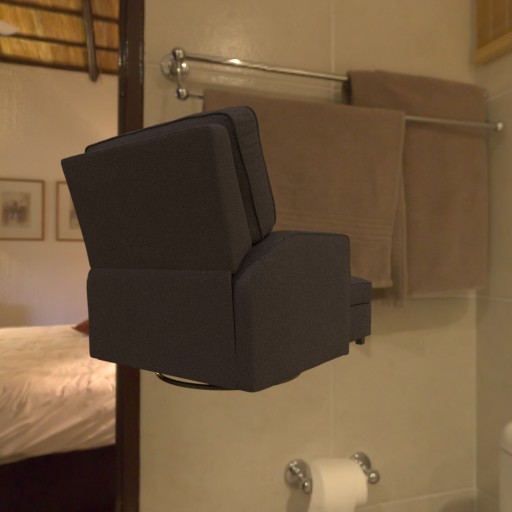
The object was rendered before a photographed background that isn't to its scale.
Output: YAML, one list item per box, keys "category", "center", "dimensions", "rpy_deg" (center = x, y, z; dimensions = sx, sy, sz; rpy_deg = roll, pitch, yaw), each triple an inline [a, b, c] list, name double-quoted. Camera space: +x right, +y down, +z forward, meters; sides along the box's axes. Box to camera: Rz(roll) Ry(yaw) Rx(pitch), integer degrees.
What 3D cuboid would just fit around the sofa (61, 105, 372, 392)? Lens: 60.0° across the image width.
- category: "sofa"
  center: [0.000, 0.000, 2.024]
  dimensions: [0.861, 0.959, 1.472]
  rpy_deg: [0, -1, 36]
